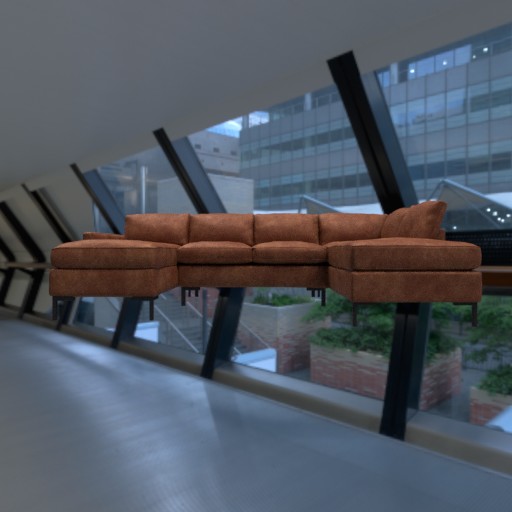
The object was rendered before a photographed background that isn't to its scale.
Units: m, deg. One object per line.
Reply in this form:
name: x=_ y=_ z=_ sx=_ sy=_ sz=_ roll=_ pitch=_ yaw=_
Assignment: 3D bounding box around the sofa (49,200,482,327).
sofa: x=0.000 y=0.000 z=3.824 sx=2.956 sy=0.900 sz=1.939 roll=0 pitch=1 yaw=1
